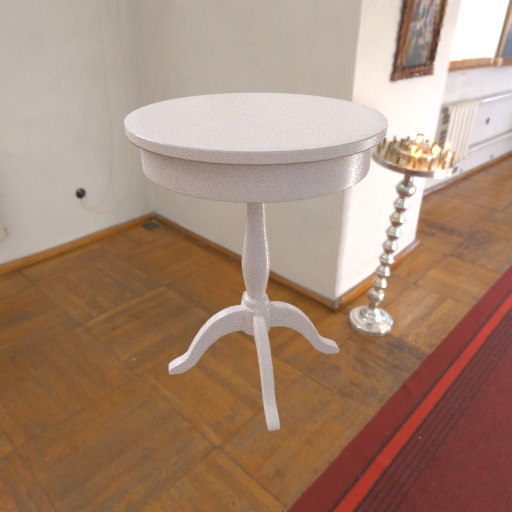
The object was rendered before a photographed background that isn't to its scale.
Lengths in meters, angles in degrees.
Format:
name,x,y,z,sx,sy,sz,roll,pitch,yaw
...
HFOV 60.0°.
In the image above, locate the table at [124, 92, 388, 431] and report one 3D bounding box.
name,x,y,z,sx,sy,sz,roll,pitch,yaw
table,0.000,0.000,1.049,0.513,0.653,0.513,0,30,0
